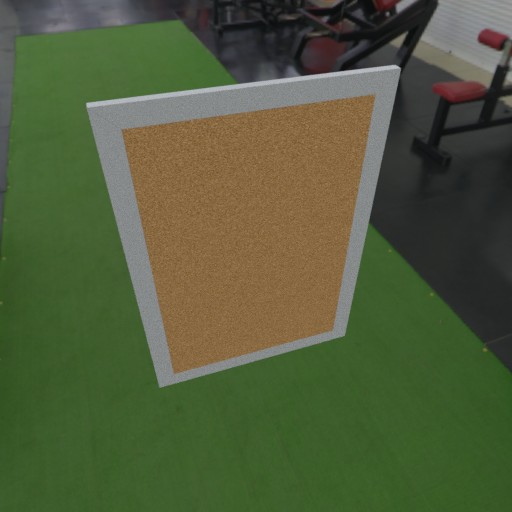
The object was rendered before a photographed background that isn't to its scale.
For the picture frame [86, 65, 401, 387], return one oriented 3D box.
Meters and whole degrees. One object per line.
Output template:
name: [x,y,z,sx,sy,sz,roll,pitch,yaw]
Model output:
picture frame: [0.000,0.000,0.595,0.326,0.459,0.011,-12,43,-14]
